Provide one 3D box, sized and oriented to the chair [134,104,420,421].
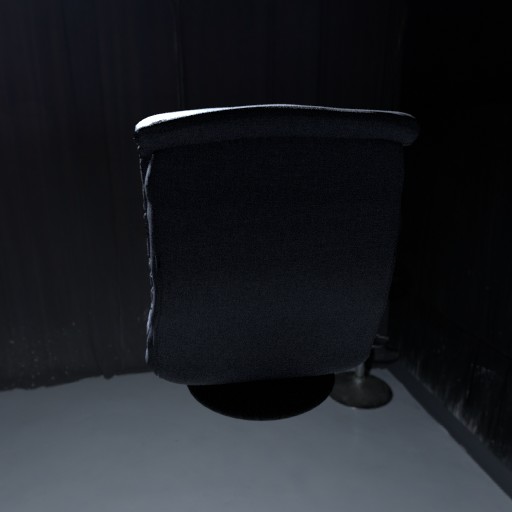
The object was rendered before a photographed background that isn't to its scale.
[{"bbox_3d":[0.000,0.000,1.197,0.597,0.749,0.668,-3,16,-9],"label":"chair"}]
